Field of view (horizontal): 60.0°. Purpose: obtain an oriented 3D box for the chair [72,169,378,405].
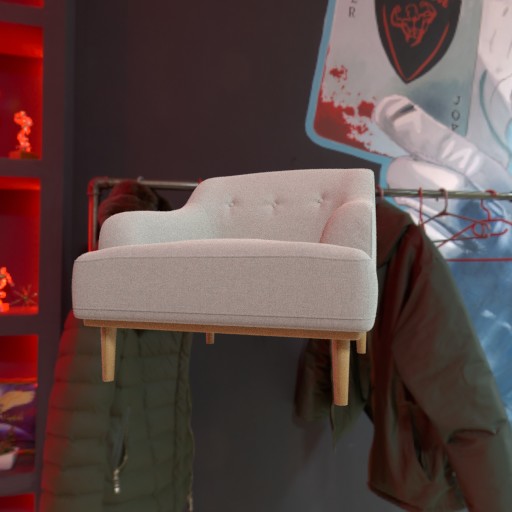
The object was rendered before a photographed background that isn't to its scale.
[{"bbox_3d":[0.000,0.000,1.689,0.946,0.818,0.951,0,-1,19],"label":"chair"}]
